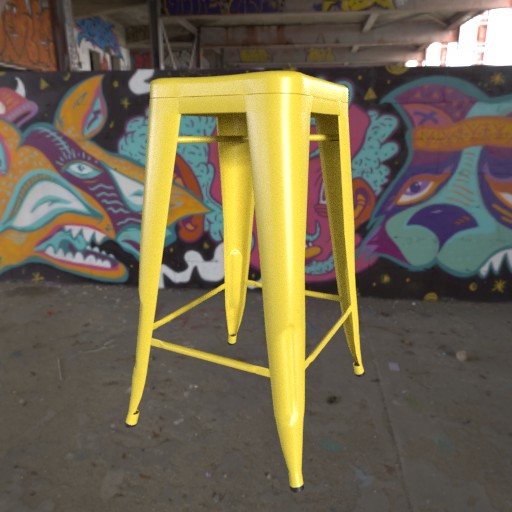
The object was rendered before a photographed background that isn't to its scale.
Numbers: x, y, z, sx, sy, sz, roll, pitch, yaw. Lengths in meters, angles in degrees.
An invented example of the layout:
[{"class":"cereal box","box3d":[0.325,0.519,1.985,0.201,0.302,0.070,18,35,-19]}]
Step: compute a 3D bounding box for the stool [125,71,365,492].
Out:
[{"class":"stool","box3d":[0.000,0.000,0.835,0.359,0.609,0.399,8,18,26]}]
